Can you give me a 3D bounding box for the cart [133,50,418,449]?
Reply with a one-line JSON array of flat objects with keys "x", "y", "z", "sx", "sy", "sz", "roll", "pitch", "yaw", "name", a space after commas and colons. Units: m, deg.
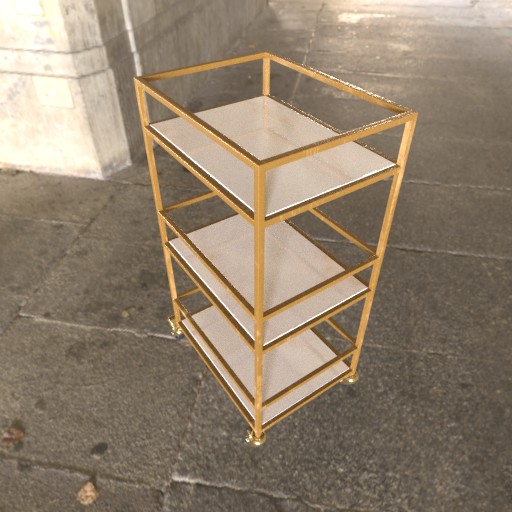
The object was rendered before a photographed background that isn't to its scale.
[{"x": 0.000, "y": 0.000, "z": 1.016, "sx": 0.332, "sy": 0.761, "sz": 0.483, "roll": -24, "pitch": 46, "yaw": -26, "name": "cart"}]
